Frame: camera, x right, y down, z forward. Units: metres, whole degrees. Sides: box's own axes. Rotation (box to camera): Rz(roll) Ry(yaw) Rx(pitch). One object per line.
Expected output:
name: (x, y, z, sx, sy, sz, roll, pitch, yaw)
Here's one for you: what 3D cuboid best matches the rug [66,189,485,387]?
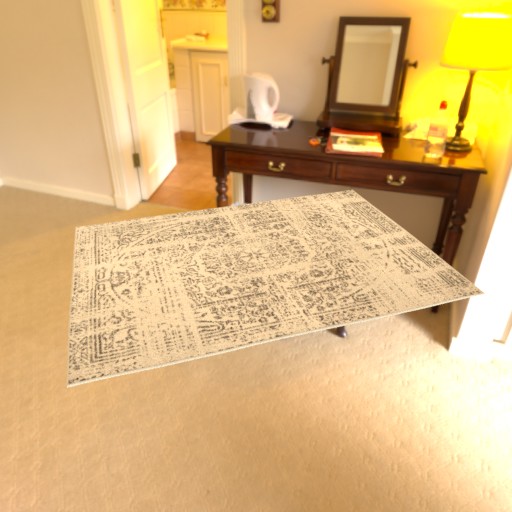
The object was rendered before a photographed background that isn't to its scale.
rug: (0.000, 0.000, 3.094, 2.438, 0.026, 1.706, -10, 33, -15)
